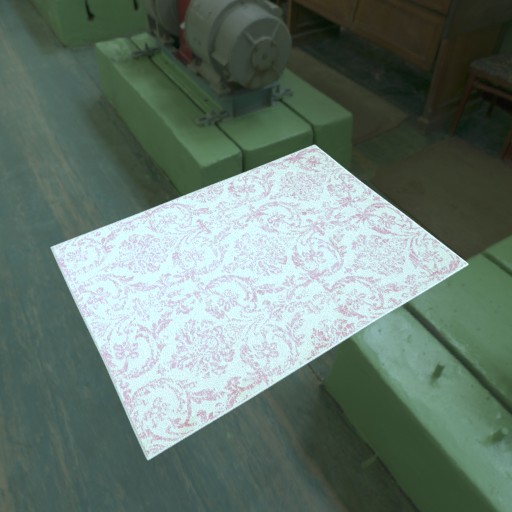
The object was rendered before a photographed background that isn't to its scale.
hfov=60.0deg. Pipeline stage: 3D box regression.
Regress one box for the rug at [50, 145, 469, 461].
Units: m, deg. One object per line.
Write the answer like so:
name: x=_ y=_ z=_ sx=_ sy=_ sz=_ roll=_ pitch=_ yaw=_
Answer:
rug: x=0.000 y=0.000 z=2.872 sx=2.202 sy=0.014 sz=1.598 roll=-25 pitch=52 yaw=-21
